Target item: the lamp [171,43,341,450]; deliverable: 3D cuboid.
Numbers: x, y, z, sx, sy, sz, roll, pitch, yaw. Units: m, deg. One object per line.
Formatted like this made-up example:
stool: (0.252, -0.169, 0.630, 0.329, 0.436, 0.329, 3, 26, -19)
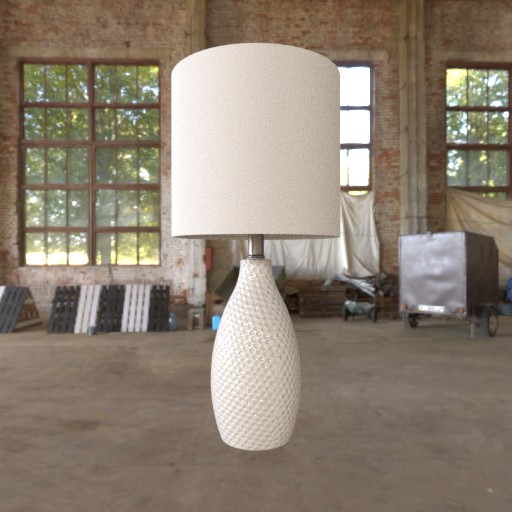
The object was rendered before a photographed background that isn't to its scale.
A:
lamp: (0.000, 0.000, 0.574, 0.214, 0.466, 0.214, 0, 0, 18)
